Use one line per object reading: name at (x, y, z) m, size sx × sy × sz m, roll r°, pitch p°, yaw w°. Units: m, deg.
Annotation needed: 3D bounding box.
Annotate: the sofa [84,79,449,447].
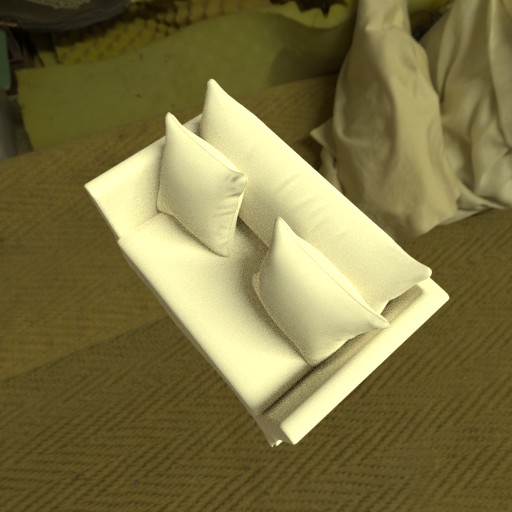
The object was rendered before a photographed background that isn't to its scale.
sofa at (0.000, 0.000, 2.324) m, size 1.026 × 1.039 × 1.608 m, roll -37°, pitch 69°, yaw -17°
